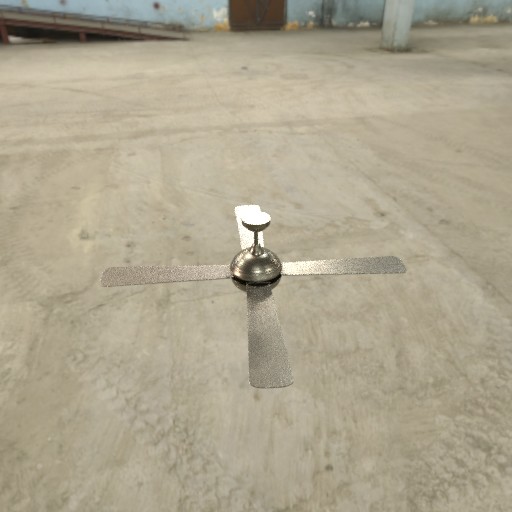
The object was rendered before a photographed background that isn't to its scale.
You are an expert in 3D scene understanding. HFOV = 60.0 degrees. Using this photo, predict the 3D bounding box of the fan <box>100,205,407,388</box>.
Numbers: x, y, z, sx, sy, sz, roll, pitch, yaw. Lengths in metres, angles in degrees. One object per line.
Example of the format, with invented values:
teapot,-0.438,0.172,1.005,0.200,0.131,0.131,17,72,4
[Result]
fan,0.000,0.000,1.986,1.321,0.381,1.321,9,33,14
